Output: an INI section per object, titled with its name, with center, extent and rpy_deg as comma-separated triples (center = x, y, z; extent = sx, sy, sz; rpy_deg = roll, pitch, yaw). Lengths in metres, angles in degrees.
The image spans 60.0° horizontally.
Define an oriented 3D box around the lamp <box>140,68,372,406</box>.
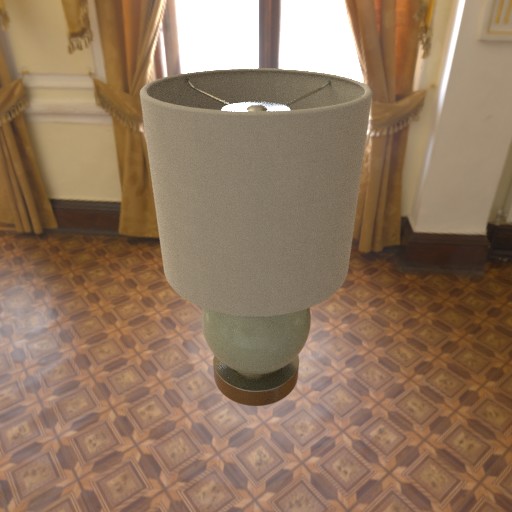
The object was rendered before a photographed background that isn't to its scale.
[lamp]
center = 0.000, 0.000, 0.483
extent = 0.201, 0.353, 0.201
rpy_deg = 10, 33, 16
